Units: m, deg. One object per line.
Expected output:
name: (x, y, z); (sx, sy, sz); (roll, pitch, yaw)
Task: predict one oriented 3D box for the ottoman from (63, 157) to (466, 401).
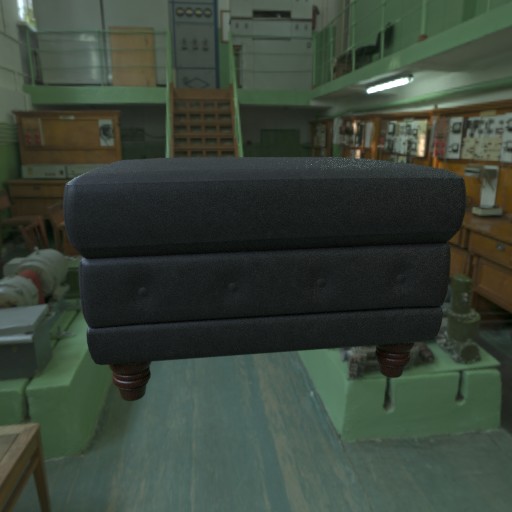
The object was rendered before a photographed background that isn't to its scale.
ottoman: (0.000, 0.000, 1.163); (0.795, 0.498, 0.590); (-2, 15, -9)
